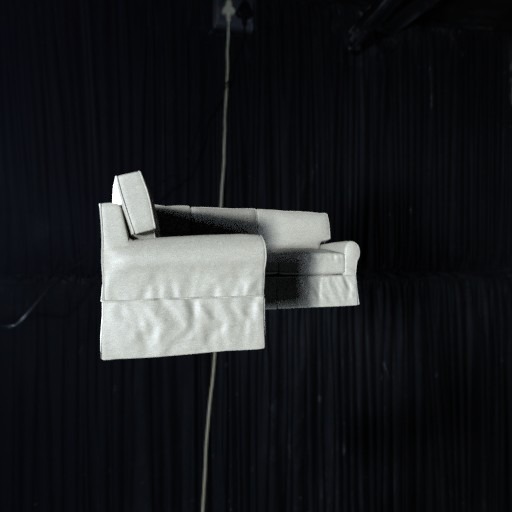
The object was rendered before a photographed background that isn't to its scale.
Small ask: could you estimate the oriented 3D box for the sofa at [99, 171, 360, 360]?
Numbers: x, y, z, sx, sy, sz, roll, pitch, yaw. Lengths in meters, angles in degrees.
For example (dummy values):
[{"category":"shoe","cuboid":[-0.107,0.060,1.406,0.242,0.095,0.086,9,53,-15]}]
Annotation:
[{"category":"sofa","cuboid":[0.000,0.000,3.972,2.623,1.081,2.618,0,1,-19]}]
